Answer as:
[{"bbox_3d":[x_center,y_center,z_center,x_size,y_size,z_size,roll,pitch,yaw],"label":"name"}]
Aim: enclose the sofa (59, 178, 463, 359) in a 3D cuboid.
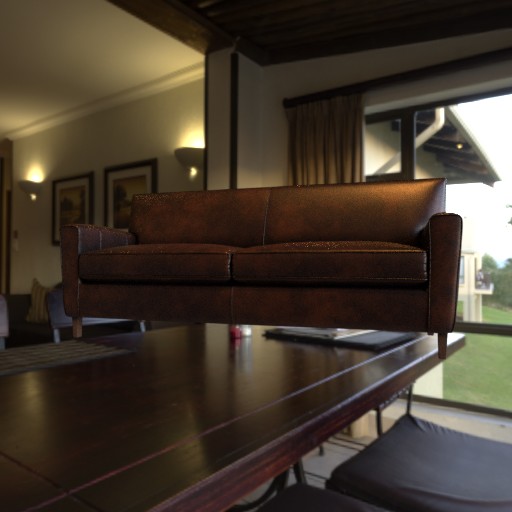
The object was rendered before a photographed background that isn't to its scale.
[{"bbox_3d":[0.000,0.000,2.418,1.995,0.871,0.786,0,-1,17],"label":"sofa"}]
